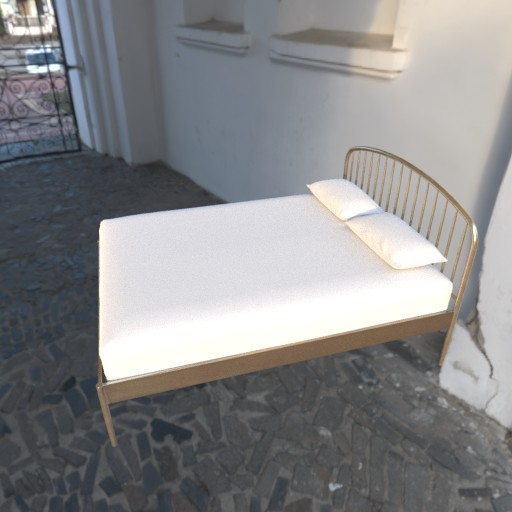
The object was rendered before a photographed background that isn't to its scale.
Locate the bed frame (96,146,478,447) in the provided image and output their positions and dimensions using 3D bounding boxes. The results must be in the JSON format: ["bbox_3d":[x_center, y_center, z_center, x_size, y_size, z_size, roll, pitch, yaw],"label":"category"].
[{"bbox_3d":[0.000,0.000,3.071,2.152,1.175,1.612,-9,32,-14],"label":"bed frame"}]
